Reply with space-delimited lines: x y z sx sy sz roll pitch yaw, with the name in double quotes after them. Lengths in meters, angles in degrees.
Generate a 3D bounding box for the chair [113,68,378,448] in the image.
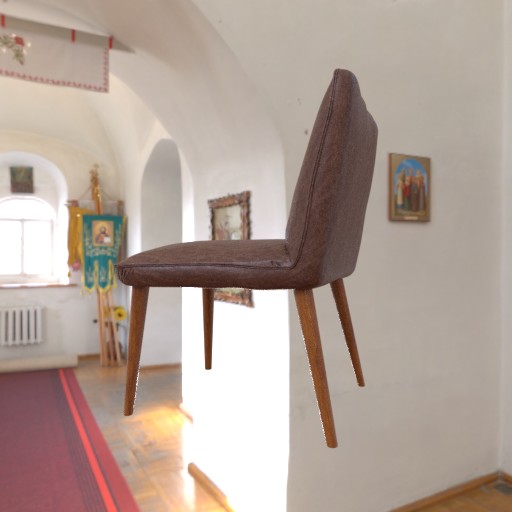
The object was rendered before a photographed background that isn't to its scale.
0.000 0.000 1.236 0.645 0.803 0.543 0 1 17 "chair"
